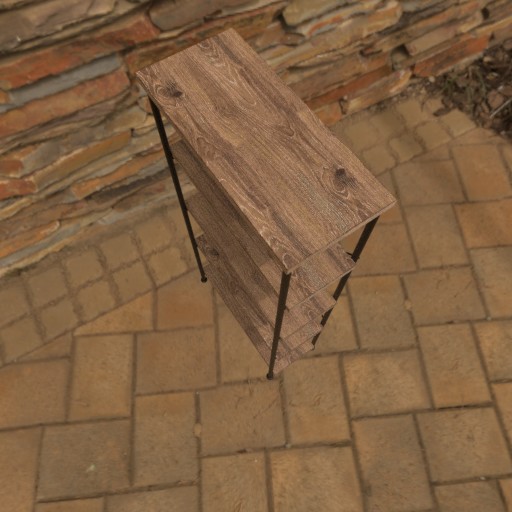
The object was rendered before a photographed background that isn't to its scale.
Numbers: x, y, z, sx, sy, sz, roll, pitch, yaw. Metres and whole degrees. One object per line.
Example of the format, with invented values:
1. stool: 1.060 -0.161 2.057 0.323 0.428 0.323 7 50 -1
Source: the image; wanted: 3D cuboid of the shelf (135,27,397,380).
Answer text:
1. shelf: 0.000 0.000 2.039 0.360 1.700 0.800 -32 69 -14
